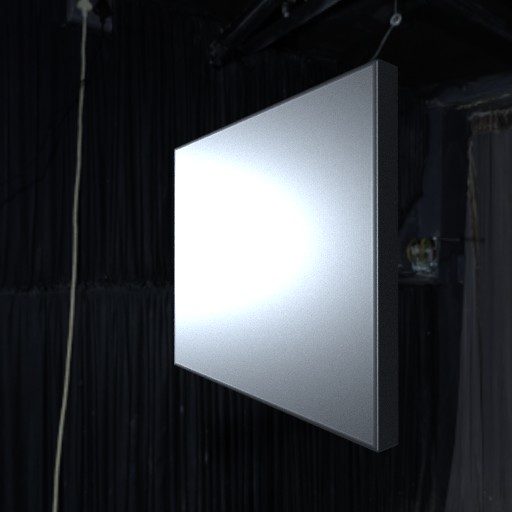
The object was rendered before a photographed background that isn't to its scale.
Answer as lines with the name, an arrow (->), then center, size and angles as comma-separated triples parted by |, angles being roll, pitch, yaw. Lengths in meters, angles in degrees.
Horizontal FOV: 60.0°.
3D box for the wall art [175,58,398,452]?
wall art -> 0.000, 0.000, 0.532 | 0.028, 0.330, 0.380 | 0, 0, -37
